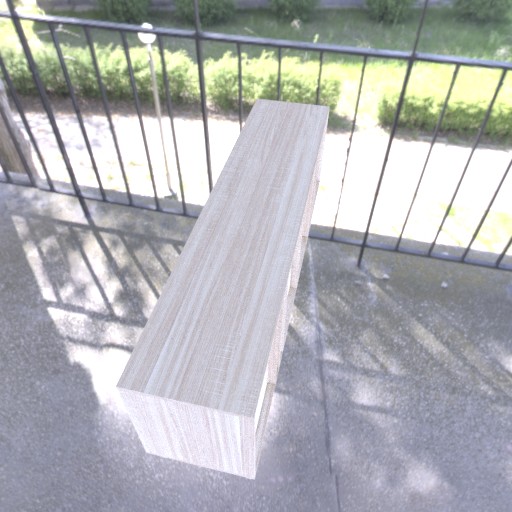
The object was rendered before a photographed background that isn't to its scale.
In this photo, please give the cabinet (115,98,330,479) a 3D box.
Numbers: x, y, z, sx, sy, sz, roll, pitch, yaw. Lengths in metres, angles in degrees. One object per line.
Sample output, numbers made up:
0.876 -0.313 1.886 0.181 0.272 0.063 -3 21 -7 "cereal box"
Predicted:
0.000 0.000 2.539 0.500 0.780 2.200 9 47 9 "cabinet"
